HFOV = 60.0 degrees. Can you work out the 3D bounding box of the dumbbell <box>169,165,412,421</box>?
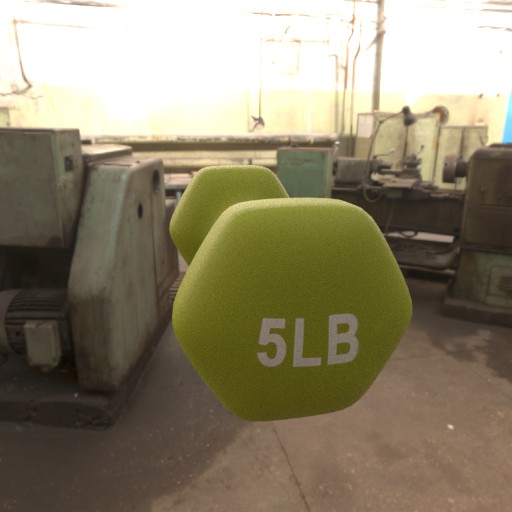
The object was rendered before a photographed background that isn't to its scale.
[{"bbox_3d":[0.000,0.000,0.206,0.080,0.072,0.164,-3,17,-10],"label":"dumbbell"}]
